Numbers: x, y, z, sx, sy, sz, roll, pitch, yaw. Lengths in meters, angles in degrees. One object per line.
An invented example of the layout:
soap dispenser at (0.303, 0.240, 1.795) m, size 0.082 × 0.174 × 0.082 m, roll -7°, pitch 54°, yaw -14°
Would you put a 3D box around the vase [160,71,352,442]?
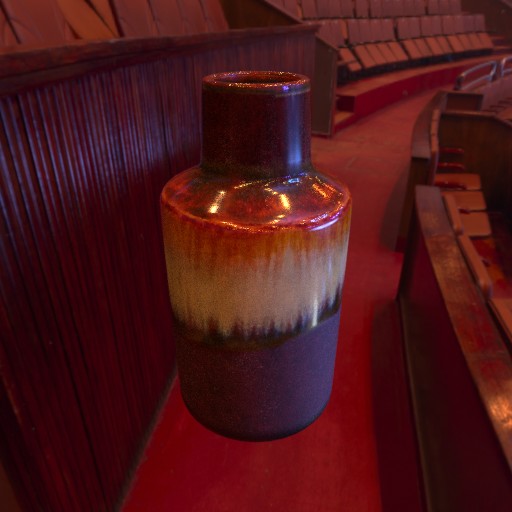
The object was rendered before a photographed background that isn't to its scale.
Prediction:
vase at (0.000, 0.000, 0.270) m, size 0.108 × 0.204 × 0.108 m, roll 0°, pitch 29°, yaw 0°
